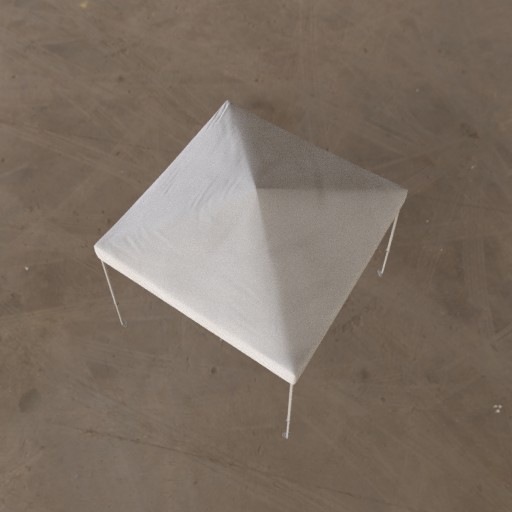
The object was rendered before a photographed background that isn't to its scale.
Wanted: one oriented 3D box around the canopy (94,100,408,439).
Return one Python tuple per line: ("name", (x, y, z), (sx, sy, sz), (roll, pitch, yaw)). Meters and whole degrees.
("canopy", (0.000, 0.000, 5.383), (2.848, 2.849, 2.849), (30, 68, 14))
